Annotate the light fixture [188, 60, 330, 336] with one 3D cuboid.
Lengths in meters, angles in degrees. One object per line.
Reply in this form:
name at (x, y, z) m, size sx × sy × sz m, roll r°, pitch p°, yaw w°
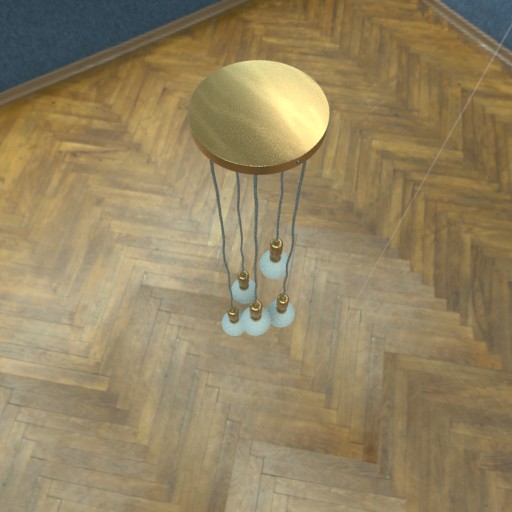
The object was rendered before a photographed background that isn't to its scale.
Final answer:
light fixture at (0.000, 0.000, 0.506) m, size 0.108 × 0.457 × 0.105 m, roll -30°, pitch 67°, yaw -14°
